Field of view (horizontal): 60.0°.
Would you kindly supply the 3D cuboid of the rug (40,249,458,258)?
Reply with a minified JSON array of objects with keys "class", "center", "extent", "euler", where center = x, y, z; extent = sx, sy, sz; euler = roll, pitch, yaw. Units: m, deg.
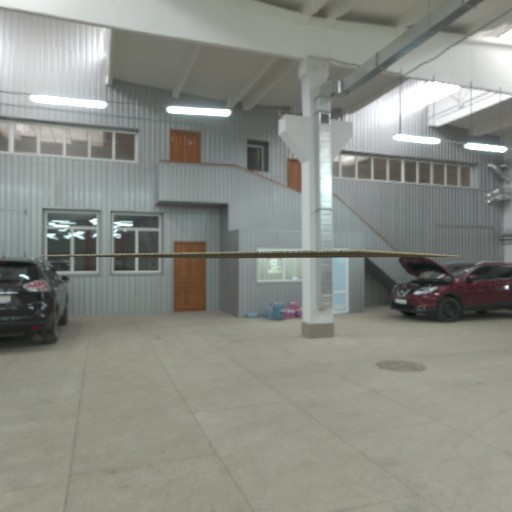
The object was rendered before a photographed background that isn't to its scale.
[{"class":"rug","center":[0.000,0.000,4.130],"extent":[3.034,0.012,2.471],"euler":[-1,-1,35]}]
